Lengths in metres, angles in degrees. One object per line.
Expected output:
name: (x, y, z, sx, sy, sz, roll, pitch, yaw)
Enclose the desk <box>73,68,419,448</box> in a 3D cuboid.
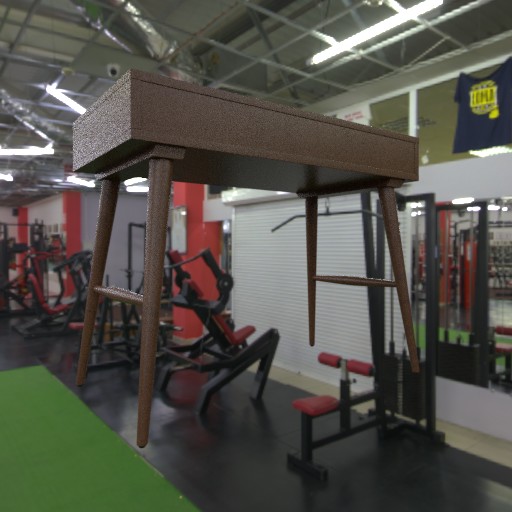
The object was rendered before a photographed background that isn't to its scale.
desk: (0.000, 0.000, 1.352, 0.949, 0.758, 0.510, -1, 1, -35)
